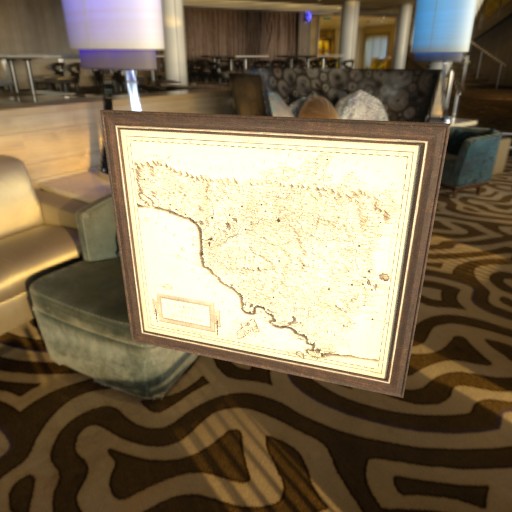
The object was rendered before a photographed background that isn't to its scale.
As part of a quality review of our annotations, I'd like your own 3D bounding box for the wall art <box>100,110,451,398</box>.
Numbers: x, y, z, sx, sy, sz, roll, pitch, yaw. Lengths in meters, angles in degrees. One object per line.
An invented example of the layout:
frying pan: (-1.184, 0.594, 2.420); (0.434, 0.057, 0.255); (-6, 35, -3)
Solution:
wall art: (0.000, 0.000, 1.445); (1.033, 0.875, 0.023); (8, 25, 17)
